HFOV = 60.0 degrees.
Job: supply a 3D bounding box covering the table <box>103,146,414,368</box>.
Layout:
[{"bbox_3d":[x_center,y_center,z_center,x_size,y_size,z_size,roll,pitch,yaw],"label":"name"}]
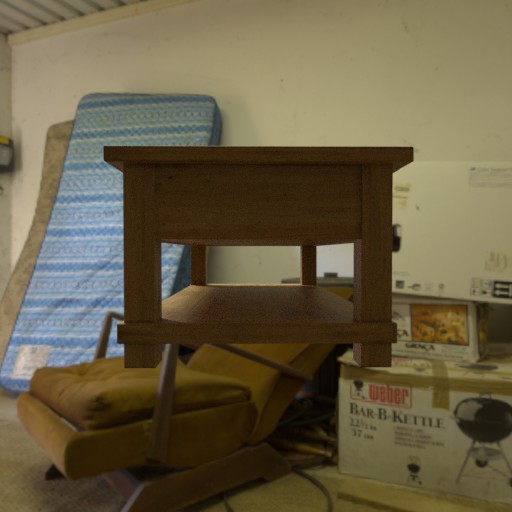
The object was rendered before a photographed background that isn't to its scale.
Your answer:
[{"bbox_3d":[0.000,0.000,1.603,0.693,0.494,1.270,0,1,-1],"label":"table"}]
